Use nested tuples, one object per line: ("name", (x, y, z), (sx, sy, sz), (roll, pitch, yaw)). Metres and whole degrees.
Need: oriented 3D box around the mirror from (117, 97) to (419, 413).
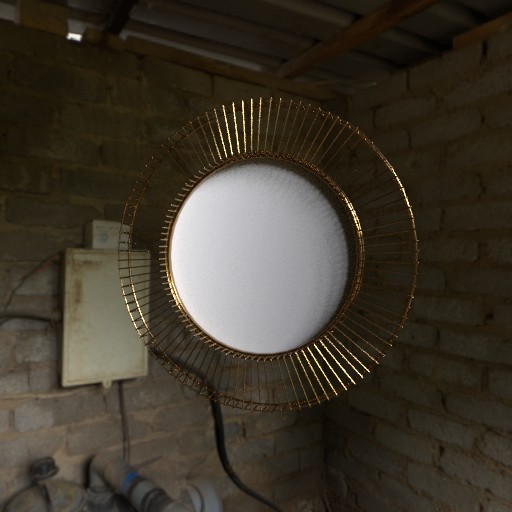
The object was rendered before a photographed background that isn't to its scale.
("mirror", (0.000, 0.000, 1.020), (0.703, 0.703, 0.067), (0, 1, 18))
